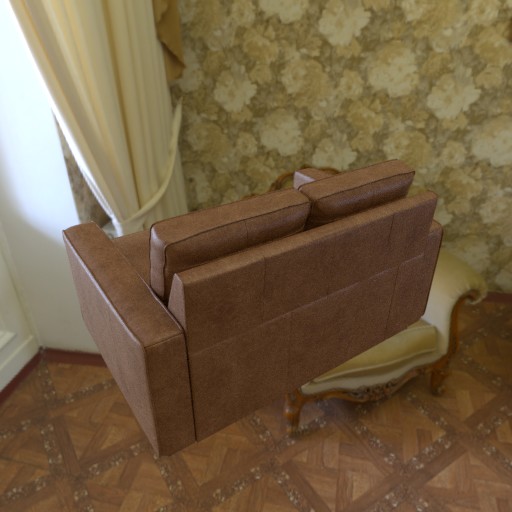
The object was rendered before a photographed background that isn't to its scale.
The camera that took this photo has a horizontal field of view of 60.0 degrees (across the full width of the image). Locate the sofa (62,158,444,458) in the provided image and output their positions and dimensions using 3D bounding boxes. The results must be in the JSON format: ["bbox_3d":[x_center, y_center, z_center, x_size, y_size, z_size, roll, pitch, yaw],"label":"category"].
[{"bbox_3d":[0.000,0.000,2.127,1.532,0.896,1.020,-19,35,-29],"label":"sofa"}]
